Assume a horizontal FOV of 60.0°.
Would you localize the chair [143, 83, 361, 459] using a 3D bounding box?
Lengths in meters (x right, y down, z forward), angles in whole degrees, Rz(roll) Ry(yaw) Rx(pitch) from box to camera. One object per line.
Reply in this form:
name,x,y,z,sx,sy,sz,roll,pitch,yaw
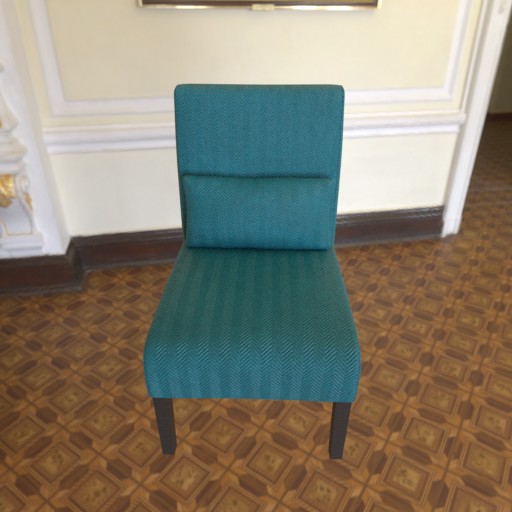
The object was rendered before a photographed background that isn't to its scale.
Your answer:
chair,0.000,0.000,1.404,0.579,0.927,0.808,1,29,2
